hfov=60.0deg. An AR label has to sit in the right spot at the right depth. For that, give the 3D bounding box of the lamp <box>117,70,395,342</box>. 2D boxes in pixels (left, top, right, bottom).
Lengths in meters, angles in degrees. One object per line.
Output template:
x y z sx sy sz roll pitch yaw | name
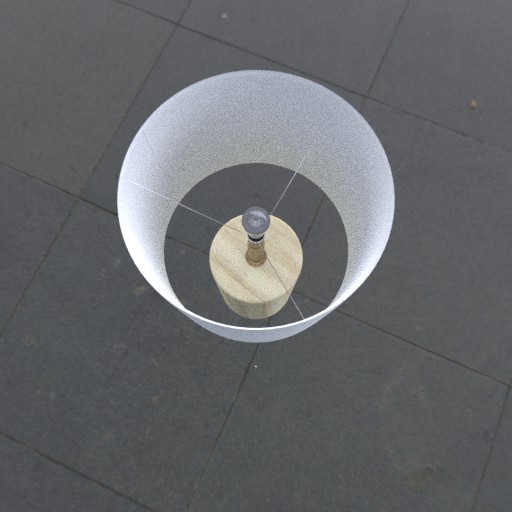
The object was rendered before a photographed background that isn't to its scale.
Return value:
0.000 0.000 0.577 0.228 0.444 0.228 38 79 9 | lamp
